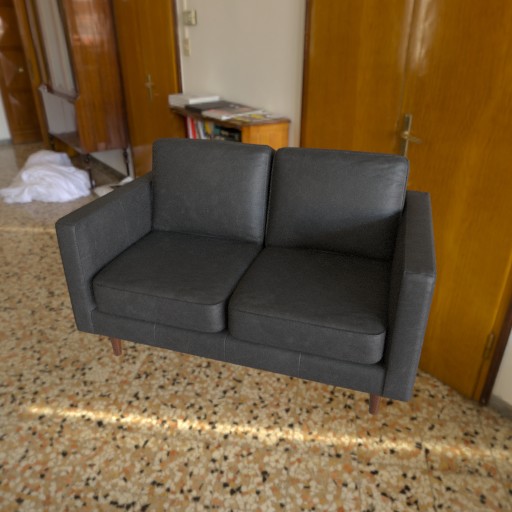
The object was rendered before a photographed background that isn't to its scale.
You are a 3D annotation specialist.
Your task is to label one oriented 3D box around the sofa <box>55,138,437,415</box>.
[{"bbox_3d":[0.000,0.000,1.999,1.430,0.899,0.879,8,28,16],"label":"sofa"}]
